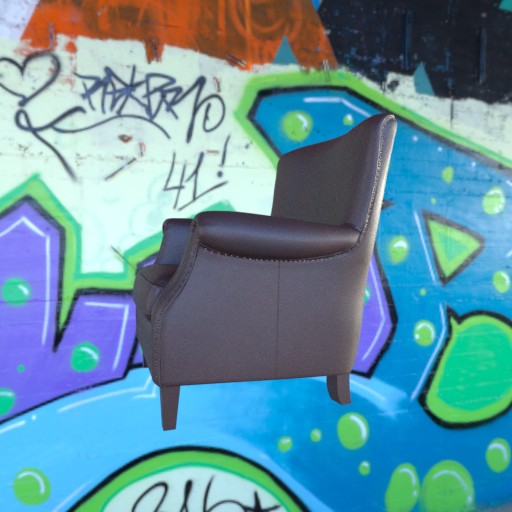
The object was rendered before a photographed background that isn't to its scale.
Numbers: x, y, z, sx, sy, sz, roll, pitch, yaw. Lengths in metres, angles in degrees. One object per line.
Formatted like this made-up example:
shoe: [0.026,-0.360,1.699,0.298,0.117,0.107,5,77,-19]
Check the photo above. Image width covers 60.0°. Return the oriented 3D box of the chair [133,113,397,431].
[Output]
chair: [0.000,0.000,1.394,0.746,0.800,0.700,-1,3,-19]
